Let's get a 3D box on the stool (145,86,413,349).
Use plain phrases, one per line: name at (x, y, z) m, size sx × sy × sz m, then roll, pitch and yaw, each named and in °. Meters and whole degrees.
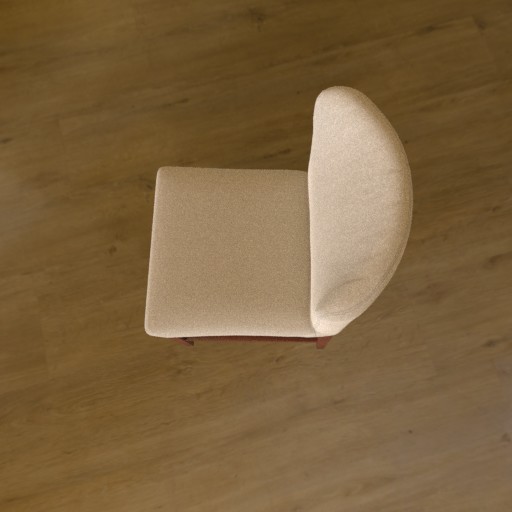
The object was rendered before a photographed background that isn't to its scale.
stool at (0.000, 0.000, 1.256) m, size 0.568 × 0.968 × 0.479 m, roll 1°, pitch 74°, yaw 0°
